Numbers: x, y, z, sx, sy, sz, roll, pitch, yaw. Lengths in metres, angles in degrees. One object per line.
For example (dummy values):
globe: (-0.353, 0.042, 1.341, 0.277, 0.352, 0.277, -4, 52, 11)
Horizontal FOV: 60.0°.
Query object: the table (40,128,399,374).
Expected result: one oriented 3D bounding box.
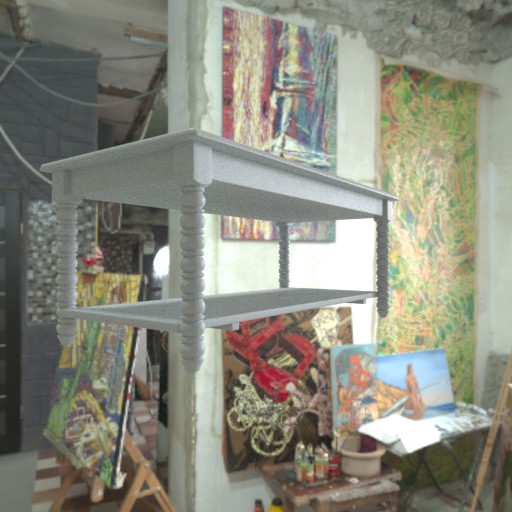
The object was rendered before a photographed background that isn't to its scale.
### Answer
table: (0.000, 0.000, 1.479, 0.580, 0.487, 1.171, 0, -1, 37)
